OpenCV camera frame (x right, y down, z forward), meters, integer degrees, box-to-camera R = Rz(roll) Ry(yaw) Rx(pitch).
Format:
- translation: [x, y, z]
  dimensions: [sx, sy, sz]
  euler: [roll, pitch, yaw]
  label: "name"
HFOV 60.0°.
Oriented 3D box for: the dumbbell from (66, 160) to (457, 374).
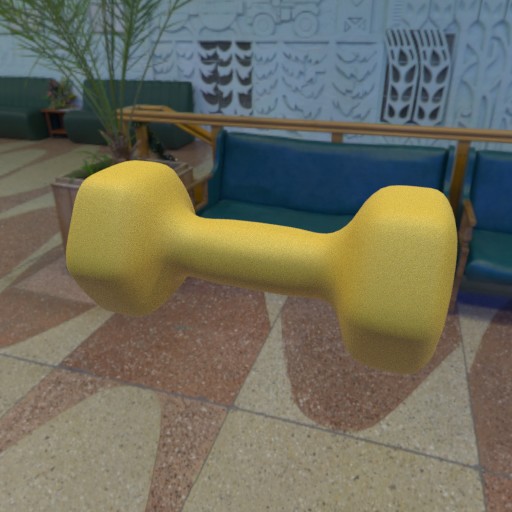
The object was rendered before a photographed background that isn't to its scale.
- translation: [0.000, 0.000, 0.233]
  dimensions: [0.190, 0.082, 0.090]
  euler: [9, 28, 18]
  label: "dumbbell"
